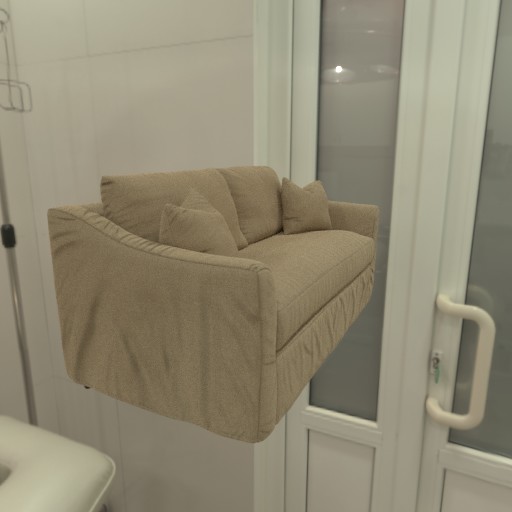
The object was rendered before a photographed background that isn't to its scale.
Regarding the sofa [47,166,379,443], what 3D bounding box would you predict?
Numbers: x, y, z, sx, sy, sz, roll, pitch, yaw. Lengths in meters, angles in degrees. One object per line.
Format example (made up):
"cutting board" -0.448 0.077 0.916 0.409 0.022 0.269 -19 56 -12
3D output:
"sofa" 0.000 0.000 2.629 1.072 1.018 2.010 7 15 26
